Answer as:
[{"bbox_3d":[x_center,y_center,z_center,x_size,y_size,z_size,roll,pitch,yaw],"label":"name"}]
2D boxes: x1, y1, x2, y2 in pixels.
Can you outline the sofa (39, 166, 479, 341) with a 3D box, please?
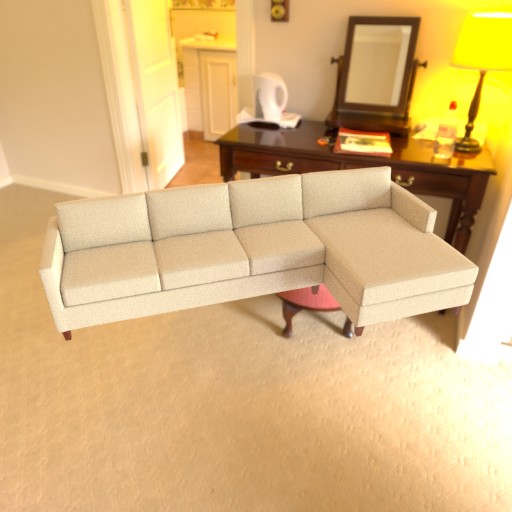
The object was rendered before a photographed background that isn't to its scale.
[{"bbox_3d":[0.000,0.000,3.946,3.471,0.954,1.599,-9,33,-14],"label":"sofa"}]
